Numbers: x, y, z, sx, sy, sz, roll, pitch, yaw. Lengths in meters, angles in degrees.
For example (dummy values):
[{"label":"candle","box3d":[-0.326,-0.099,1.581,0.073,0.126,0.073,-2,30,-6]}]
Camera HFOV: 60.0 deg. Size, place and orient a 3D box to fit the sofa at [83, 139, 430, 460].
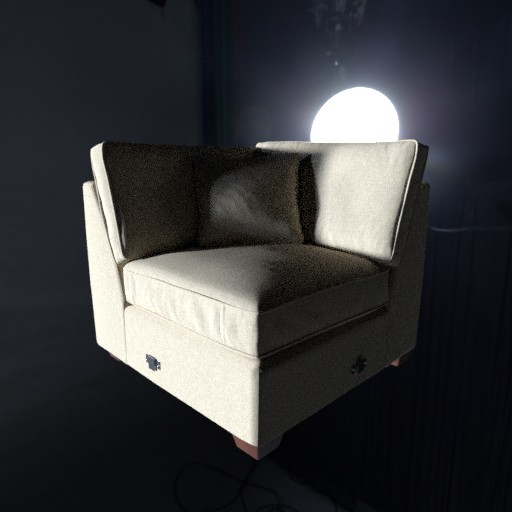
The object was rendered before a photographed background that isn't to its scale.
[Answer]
[{"label":"sofa","box3d":[0.000,0.000,1.973,1.084,1.002,1.146,-13,18,-44]}]
